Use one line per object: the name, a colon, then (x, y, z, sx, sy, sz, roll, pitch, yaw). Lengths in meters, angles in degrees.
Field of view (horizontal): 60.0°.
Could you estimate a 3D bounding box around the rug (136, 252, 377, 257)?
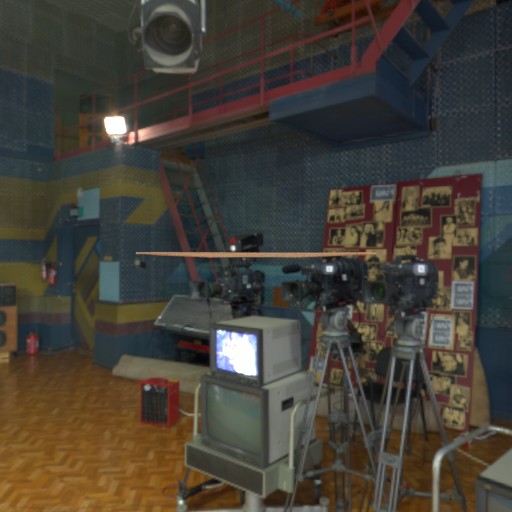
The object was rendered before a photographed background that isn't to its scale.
rug: (0.000, 0.000, 2.672, 0.799, 0.010, 2.444, 0, 0, 0)
